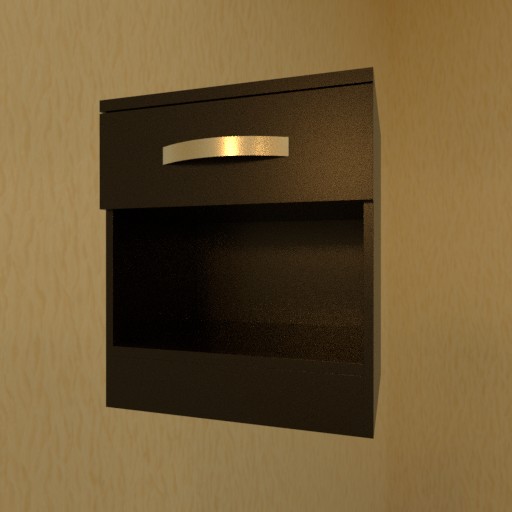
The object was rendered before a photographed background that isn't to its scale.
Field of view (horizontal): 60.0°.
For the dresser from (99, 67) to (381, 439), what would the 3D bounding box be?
[{"bbox_3d":[0.000,0.000,0.756,0.400,0.470,0.360,0,0,17],"label":"dresser"}]
